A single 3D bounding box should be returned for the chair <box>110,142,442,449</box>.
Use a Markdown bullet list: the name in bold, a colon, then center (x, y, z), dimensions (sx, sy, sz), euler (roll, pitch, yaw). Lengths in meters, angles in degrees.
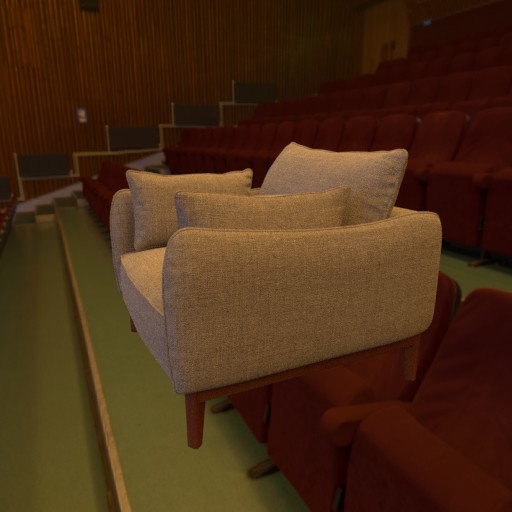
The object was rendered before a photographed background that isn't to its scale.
- **chair**: center (0.000, 0.000, 1.726), dimensions (0.976, 0.839, 0.993), euler (-7, 17, -25)
